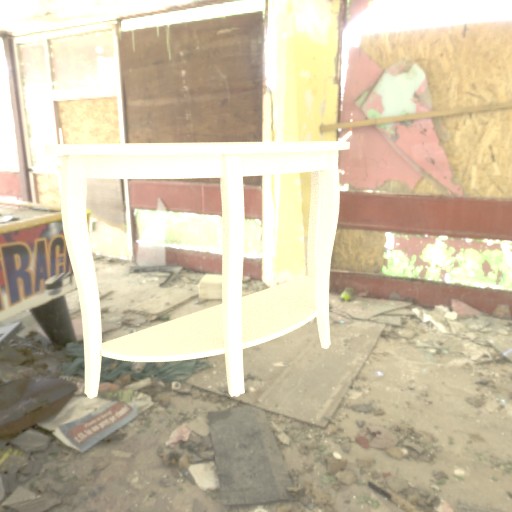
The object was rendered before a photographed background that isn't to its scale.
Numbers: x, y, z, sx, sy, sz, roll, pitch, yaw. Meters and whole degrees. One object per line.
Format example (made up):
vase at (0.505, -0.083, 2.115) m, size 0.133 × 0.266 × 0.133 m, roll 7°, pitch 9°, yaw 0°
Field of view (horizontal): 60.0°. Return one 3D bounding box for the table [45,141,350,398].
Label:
table at (0.000, 0.000, 1.579) m, size 1.219 × 0.780 × 0.394 m, roll -14°, pitch 21°, yaw -42°
